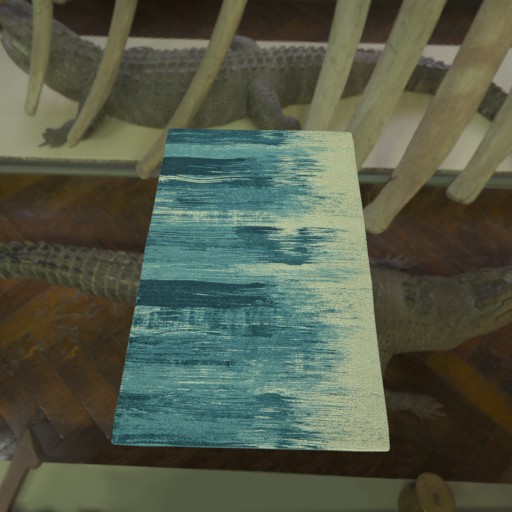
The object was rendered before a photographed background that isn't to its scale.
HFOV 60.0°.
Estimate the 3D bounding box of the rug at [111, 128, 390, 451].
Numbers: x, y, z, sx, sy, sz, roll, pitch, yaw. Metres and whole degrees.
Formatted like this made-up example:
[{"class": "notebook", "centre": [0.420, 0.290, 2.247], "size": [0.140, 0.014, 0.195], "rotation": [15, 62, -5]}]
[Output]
[{"class": "rug", "centre": [0.000, 0.000, 3.036], "size": [1.540, 0.027, 2.450], "rotation": [1, 58, 1]}]
